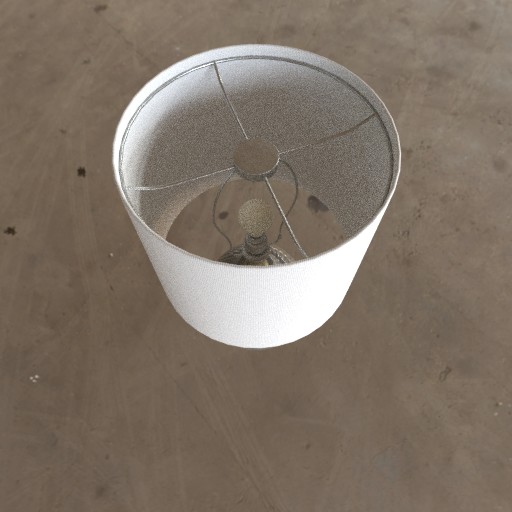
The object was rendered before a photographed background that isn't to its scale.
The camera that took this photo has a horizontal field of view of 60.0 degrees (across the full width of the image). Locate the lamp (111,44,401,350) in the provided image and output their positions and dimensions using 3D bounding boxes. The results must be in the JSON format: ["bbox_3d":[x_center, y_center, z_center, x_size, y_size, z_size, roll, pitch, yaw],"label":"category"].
[{"bbox_3d":[0.000,0.000,0.481,0.207,0.366,0.207,-18,64,-9],"label":"lamp"}]
